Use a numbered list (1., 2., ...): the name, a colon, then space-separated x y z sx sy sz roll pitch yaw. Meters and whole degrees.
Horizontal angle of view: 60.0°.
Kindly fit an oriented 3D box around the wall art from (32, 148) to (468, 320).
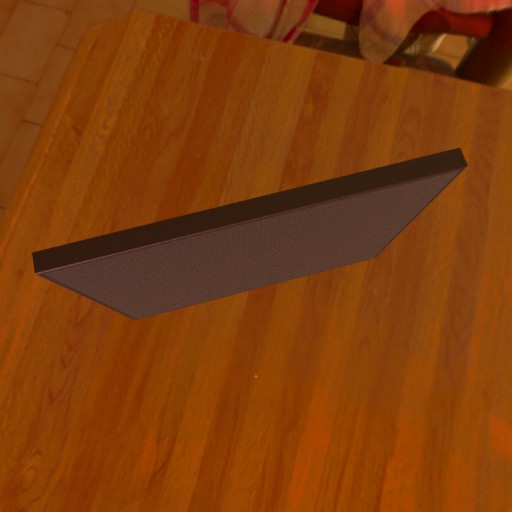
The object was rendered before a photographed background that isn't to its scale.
1. wall art: 0.000 0.000 0.776 0.559 0.458 0.029 -14 75 -4
